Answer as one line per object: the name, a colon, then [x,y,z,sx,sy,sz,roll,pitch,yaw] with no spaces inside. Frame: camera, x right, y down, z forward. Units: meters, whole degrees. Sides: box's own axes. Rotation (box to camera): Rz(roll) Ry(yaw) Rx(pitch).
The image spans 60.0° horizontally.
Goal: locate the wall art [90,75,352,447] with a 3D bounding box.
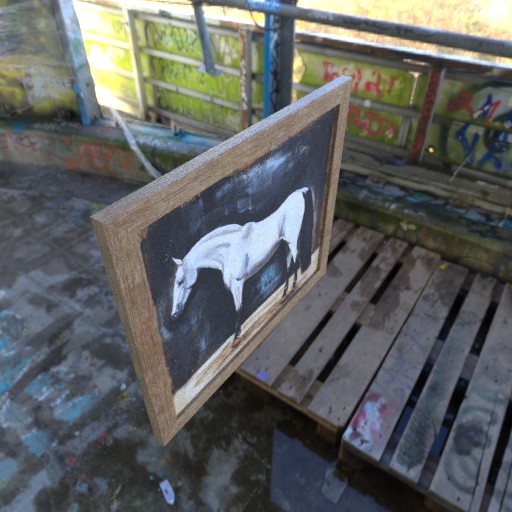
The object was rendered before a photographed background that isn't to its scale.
wall art: [0.000,0.000,0.972,0.026,0.588,0.690,26,46,27]
